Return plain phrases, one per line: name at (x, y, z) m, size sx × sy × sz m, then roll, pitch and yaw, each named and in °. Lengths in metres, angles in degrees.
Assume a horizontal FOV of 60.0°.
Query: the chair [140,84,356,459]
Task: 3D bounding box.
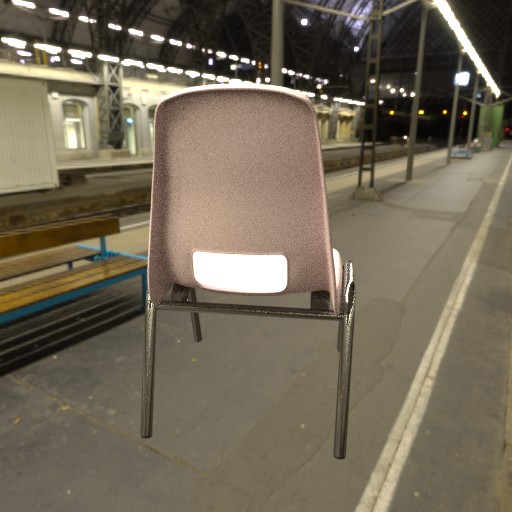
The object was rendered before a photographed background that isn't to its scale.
chair at (0.000, 0.000, 0.787) m, size 0.354 × 0.537 × 0.385 m, roll 2°, pitch 16°, yaw 8°
